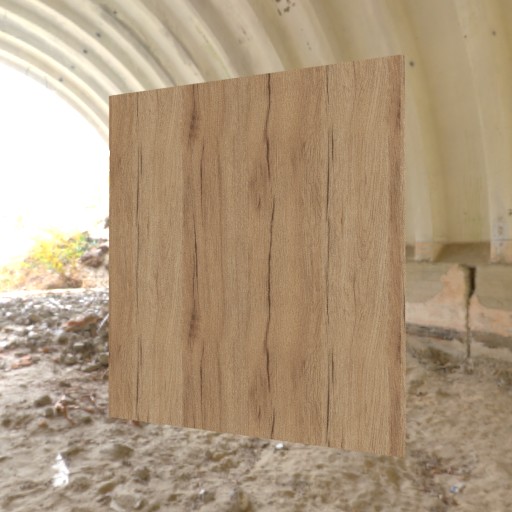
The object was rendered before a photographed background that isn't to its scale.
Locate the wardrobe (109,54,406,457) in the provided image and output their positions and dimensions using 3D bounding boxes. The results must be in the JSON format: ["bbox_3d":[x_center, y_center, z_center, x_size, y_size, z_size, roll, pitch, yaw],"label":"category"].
[{"bbox_3d":[0.000,0.000,2.838,1.810,2.070,0.580,0,0,19],"label":"wardrobe"}]
